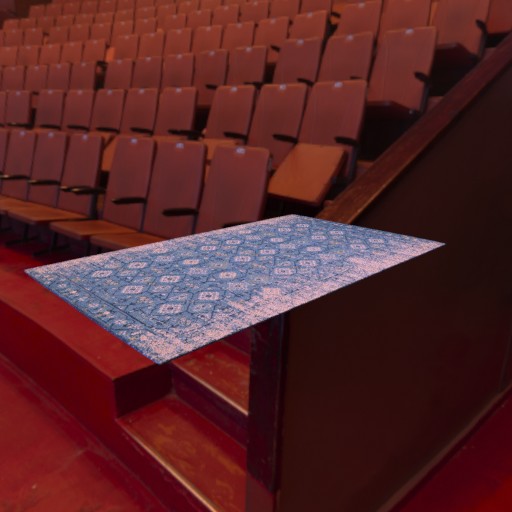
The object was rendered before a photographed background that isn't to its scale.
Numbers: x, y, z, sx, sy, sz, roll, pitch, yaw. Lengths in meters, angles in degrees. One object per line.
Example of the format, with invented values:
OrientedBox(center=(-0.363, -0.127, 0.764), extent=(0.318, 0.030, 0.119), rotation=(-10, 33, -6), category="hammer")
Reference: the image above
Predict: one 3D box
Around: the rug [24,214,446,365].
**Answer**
OrientedBox(center=(0.000, 0.000, 2.161), extent=(1.795, 0.008, 1.102), rotation=(-16, 23, -42), category="rug")
